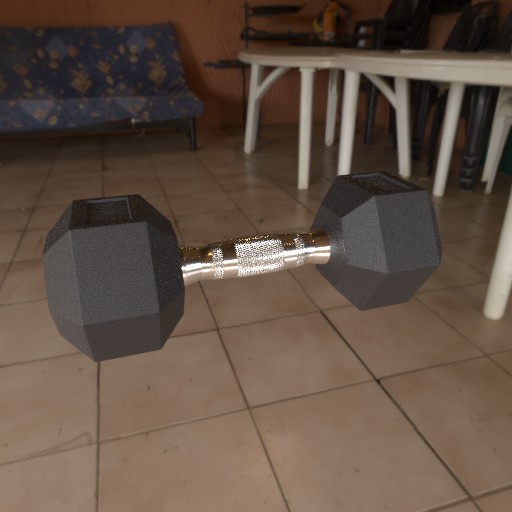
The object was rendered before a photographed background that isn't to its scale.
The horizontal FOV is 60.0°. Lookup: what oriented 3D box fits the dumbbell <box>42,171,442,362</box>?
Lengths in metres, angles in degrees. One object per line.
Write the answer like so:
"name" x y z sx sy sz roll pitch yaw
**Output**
"dumbbell" 0.000 0.000 0.350 0.297 0.101 0.116 -8 27 -16
